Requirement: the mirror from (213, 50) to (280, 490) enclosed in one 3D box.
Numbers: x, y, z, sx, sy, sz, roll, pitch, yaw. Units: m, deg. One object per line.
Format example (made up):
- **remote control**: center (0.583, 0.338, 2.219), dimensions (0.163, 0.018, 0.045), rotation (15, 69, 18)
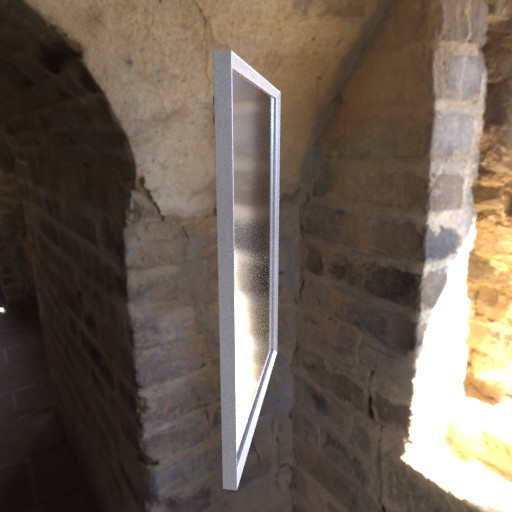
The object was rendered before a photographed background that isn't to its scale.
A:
- **mirror**: center (0.000, 0.000, 1.347), dimensions (0.041, 1.016, 0.762), rotation (3, 15, 10)
